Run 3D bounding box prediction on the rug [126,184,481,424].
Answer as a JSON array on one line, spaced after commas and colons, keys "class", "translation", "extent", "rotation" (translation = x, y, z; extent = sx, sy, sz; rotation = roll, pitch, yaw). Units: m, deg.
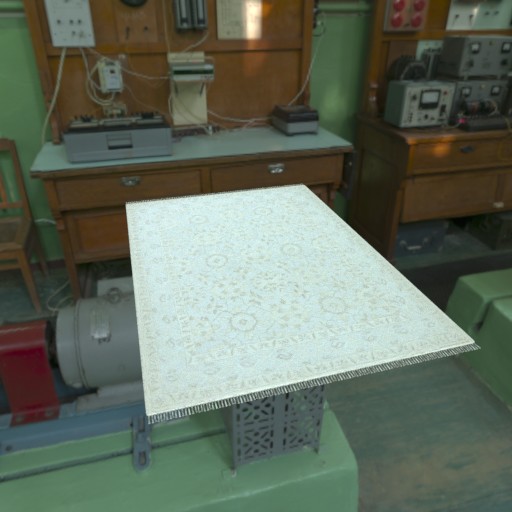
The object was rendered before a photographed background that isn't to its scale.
[{"class": "rug", "translation": [0.000, 0.000, 2.793], "extent": [1.514, 0.011, 2.233], "rotation": [-8, 31, -14]}]
